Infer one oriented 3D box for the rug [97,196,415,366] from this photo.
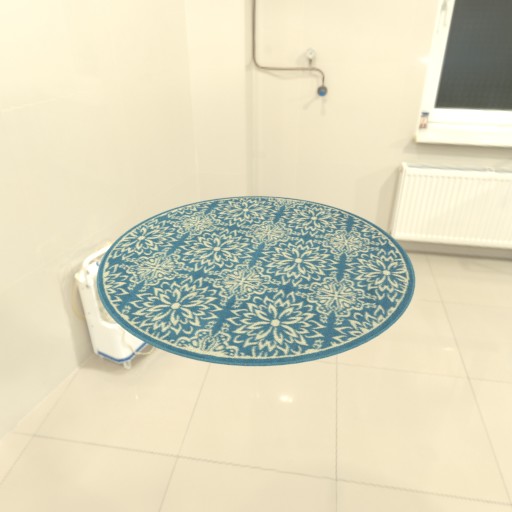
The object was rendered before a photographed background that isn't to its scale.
[{"bbox_3d":[0.000,0.000,2.318,1.593,0.012,1.593,0,30,0],"label":"rug"}]
